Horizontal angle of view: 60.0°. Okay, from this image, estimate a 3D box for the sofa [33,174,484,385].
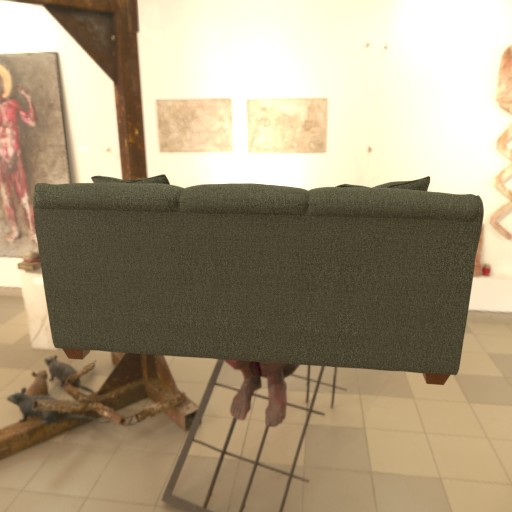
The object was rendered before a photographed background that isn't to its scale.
[{"bbox_3d":[0.000,0.000,2.506,2.024,0.958,0.997,2,17,7],"label":"sofa"}]
